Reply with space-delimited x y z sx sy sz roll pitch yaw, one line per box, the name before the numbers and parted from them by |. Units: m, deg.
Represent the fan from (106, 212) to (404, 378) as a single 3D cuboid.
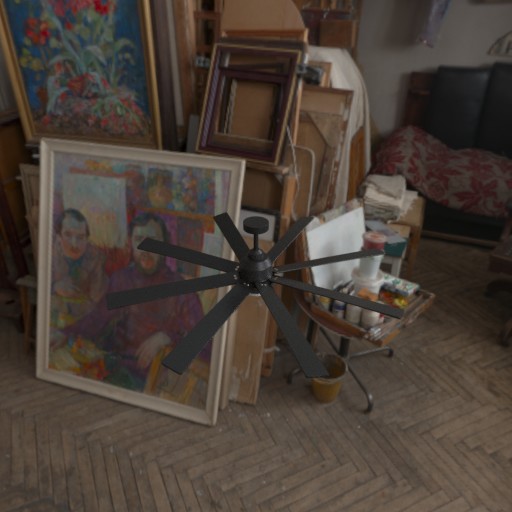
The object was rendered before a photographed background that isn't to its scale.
fan | 0.000 0.000 2.748 1.830 0.472 1.830 -10 32 -16
